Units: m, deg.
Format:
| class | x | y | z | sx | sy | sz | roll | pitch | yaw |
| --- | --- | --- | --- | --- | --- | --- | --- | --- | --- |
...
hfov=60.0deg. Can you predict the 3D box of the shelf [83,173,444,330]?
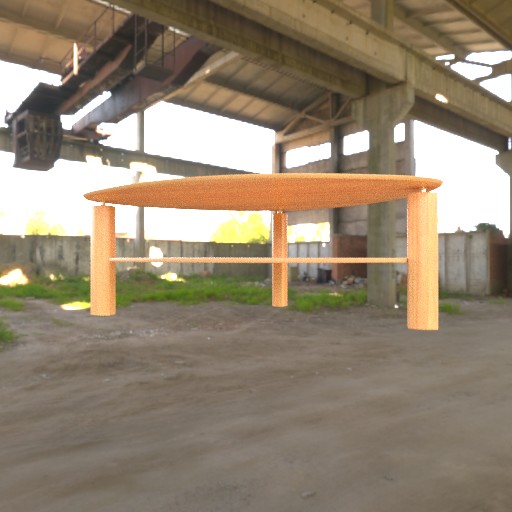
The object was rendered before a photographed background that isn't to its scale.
| class | x | y | z | sx | sy | sz | roll | pitch | yaw |
| --- | --- | --- | --- | --- | --- | --- | --- | --- | --- |
| shelf | 0.000 | 0.000 | 1.620 | 1.246 | 0.440 | 0.845 | 0 | 0 | 17 |
